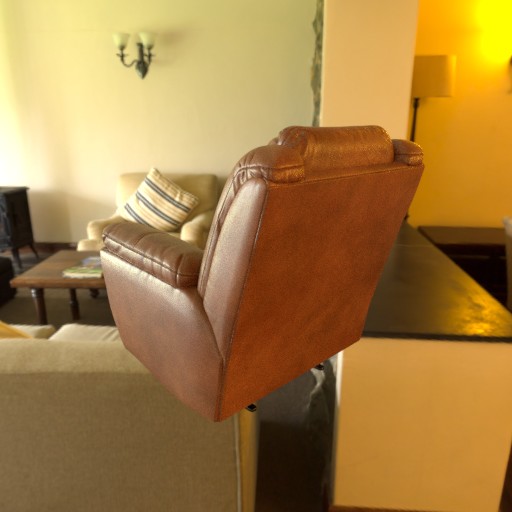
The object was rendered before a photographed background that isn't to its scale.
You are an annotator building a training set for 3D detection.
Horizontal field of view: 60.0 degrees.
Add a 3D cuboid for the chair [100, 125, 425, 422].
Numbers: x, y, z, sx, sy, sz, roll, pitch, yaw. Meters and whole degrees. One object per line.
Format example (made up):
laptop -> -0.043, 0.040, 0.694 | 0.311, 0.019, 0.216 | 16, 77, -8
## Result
chair -> 0.000, 0.000, 1.928 | 0.990, 1.093, 1.041 | -16, 23, -42
